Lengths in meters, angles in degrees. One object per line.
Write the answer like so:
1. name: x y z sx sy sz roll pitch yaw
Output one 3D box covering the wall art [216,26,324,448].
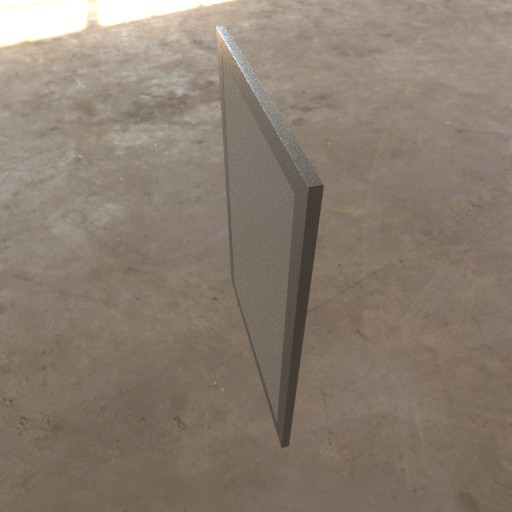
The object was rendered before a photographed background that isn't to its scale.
1. wall art: 0.000 0.000 0.669 0.013 0.529 0.376 -11 47 -10
